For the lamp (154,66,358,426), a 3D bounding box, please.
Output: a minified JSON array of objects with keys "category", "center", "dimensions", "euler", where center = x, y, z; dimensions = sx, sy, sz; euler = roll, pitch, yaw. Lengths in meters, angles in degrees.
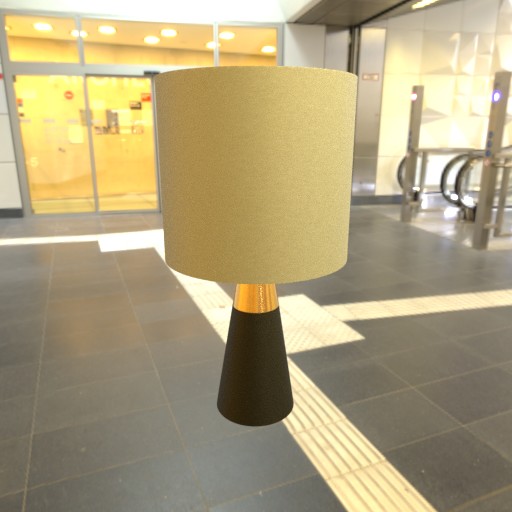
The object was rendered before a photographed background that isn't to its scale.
[{"category":"lamp","center":[0.000,0.000,0.765],"dimensions":[0.308,0.580,0.308],"euler":[-14,21,-40]}]
